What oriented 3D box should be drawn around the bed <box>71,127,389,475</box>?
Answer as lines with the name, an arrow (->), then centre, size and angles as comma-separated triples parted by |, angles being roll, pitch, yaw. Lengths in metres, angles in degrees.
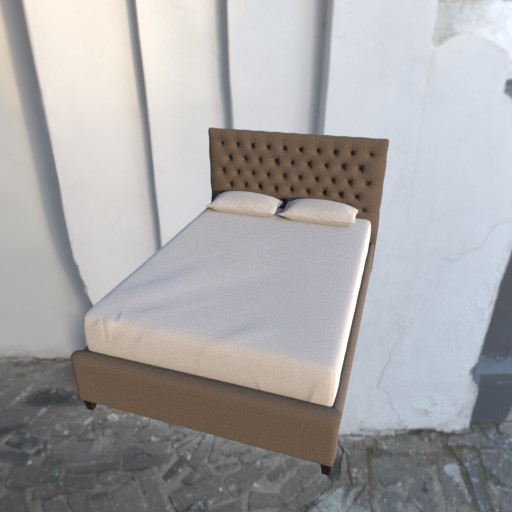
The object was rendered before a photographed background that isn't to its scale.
bed -> 0.000, 0.000, 3.404 | 1.698, 1.427, 2.387 | 8, 28, 16
